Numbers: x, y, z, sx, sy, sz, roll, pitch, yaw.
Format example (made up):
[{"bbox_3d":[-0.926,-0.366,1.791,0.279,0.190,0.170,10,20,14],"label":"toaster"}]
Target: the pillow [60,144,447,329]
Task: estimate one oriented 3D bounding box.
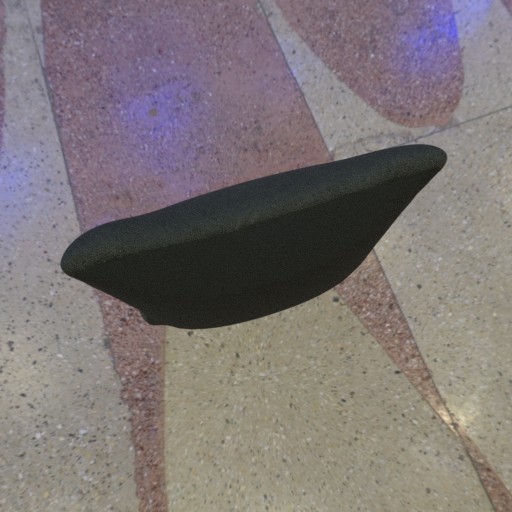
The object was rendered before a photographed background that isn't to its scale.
[{"bbox_3d":[0.000,0.000,0.803,0.533,0.523,0.210,-17,75,-5],"label":"pillow"}]
